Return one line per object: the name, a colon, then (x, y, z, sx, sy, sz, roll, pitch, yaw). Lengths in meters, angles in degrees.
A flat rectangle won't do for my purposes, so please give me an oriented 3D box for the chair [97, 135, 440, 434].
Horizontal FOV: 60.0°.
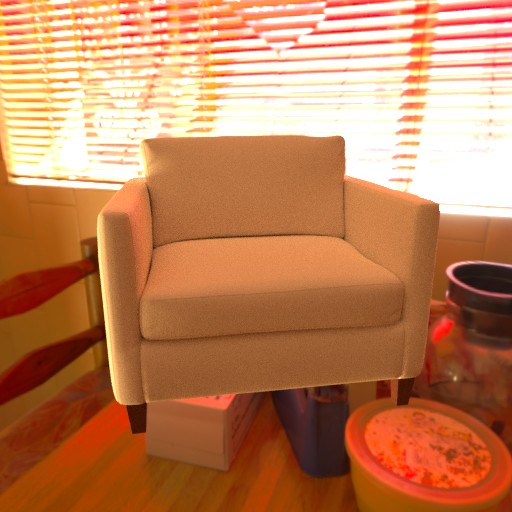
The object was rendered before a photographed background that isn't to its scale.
chair: (0.000, 0.000, 1.695, 1.019, 0.885, 0.878, -3, 17, -9)
